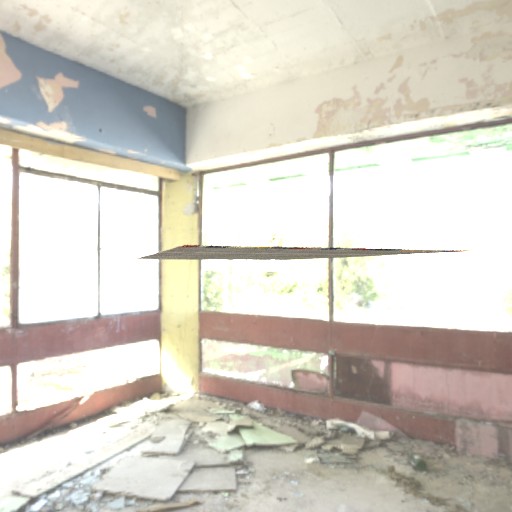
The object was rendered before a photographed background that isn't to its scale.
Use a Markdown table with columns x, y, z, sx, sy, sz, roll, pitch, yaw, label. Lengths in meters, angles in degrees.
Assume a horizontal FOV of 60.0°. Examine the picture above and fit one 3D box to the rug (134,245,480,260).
| x | y | z | sx | sy | sz | roll | pitch | yaw | label |
| --- | --- | --- | --- | --- | --- | --- | --- | --- | --- |
| 0.000 | 0.000 | 3.050 | 1.465 | 0.012 | 2.465 | 1 | -2 | -20 | rug |
